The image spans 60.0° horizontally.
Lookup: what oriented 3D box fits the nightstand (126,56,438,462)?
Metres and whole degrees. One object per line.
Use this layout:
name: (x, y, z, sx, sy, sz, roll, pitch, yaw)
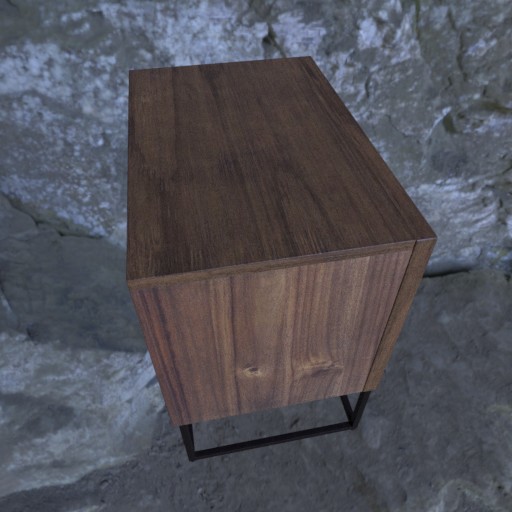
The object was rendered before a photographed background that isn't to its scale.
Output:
nightstand: (0.000, 0.000, 0.985, 0.437, 0.610, 0.610, -8, 46, -8)
